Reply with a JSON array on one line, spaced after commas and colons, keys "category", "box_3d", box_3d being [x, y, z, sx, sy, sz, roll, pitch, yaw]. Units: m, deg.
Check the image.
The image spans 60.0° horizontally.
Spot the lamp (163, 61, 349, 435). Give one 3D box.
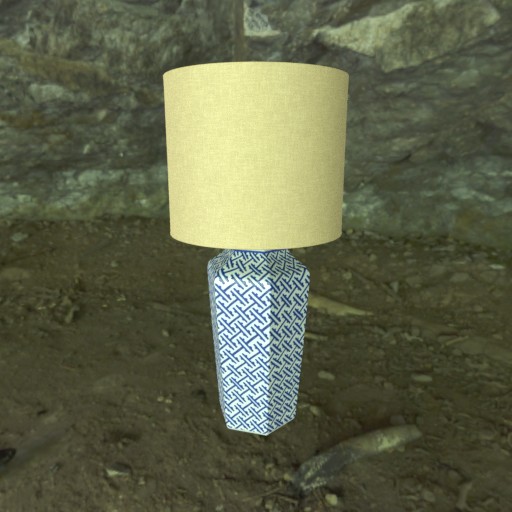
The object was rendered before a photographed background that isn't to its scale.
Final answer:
[{"category": "lamp", "box_3d": [0.000, 0.000, 0.854, 0.320, 0.682, 0.320, -2, 14, -9]}]
